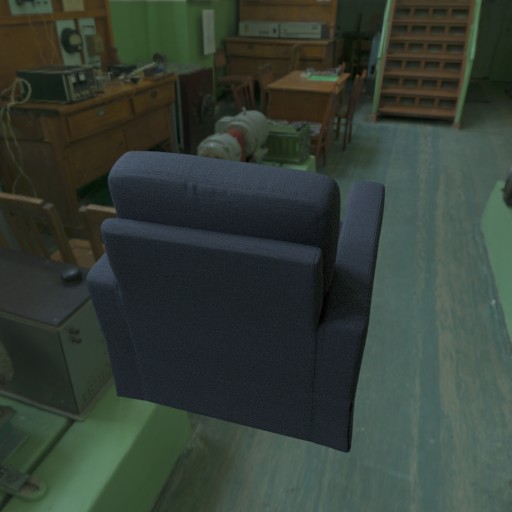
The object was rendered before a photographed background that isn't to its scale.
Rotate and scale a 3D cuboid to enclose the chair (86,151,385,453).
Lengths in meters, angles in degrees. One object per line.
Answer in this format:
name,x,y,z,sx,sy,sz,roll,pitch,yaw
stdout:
chair,0.000,0.000,1.503,0.798,0.855,0.863,9,32,14
